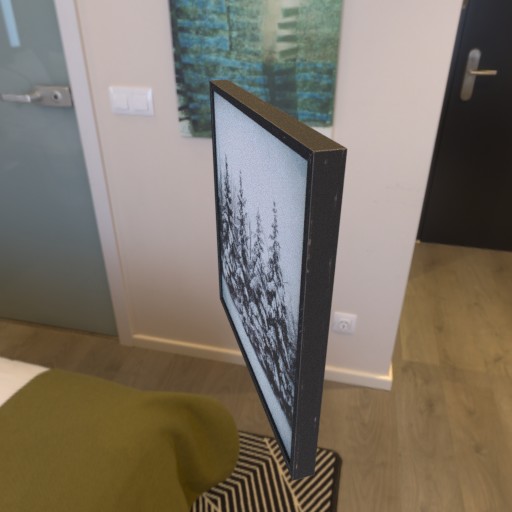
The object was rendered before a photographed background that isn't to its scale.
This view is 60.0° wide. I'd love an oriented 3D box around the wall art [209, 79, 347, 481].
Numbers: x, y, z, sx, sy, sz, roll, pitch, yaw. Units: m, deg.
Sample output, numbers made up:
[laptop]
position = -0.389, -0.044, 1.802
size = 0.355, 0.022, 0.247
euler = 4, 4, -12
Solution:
[wall art]
position = 0.000, 0.000, 0.765
size = 0.036, 0.506, 0.506
euler = -8, 30, -15
